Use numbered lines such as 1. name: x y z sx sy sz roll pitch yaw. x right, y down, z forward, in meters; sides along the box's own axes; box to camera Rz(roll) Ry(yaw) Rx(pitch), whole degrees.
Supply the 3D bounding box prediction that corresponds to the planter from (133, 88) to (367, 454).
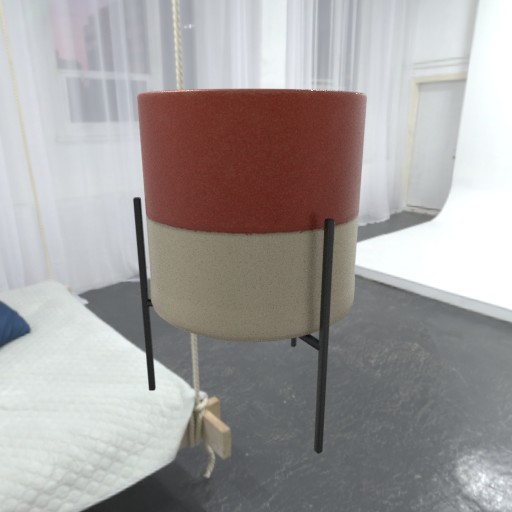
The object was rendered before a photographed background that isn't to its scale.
1. planter: 0.000 0.000 0.520 0.235 0.354 0.251 9 20 27
